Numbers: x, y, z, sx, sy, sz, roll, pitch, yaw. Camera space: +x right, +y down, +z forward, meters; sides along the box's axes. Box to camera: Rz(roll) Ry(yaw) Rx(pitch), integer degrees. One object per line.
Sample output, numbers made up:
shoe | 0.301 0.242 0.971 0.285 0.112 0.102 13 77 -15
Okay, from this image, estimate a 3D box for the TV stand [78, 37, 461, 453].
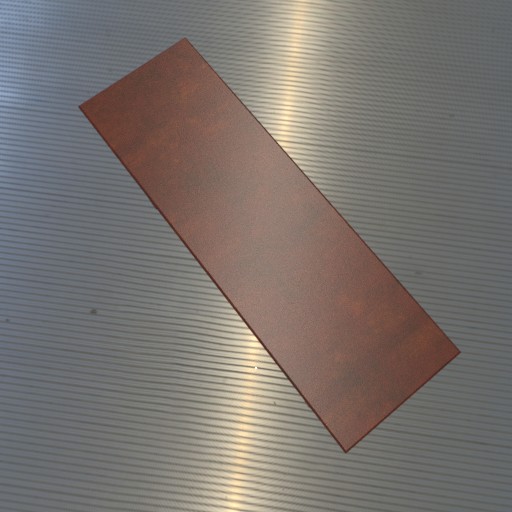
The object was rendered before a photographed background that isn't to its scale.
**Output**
TV stand | 0.000 0.000 1.826 0.445 0.915 1.372 -37 79 -9
